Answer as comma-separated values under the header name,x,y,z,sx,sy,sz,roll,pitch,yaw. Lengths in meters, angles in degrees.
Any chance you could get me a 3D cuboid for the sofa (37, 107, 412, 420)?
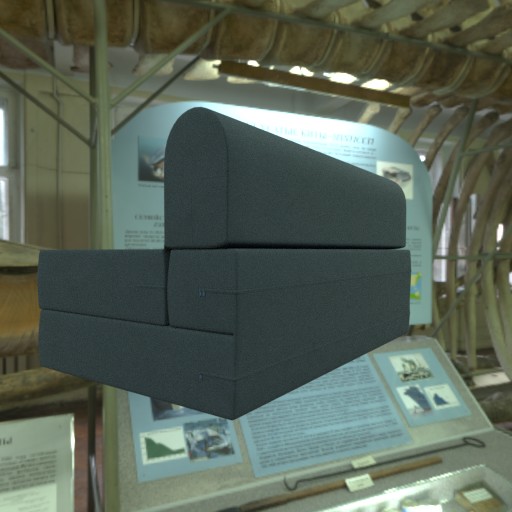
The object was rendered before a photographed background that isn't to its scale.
name,x,y,z,sx,sy,sz,roll,pitch,yaw
sofa,0.000,0.000,1.602,0.762,0.660,1.219,0,1,35
